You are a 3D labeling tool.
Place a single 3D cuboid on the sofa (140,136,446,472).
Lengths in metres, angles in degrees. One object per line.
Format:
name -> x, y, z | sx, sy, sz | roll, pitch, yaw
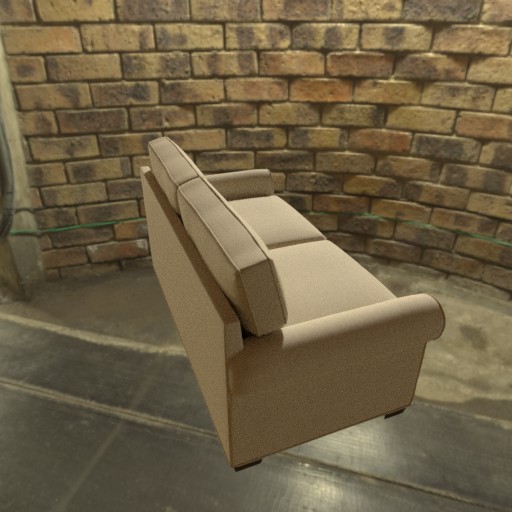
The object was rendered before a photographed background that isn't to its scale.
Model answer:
sofa -> 0.000, 0.000, 2.270 | 0.861, 0.933, 1.774 | -11, 31, -19
